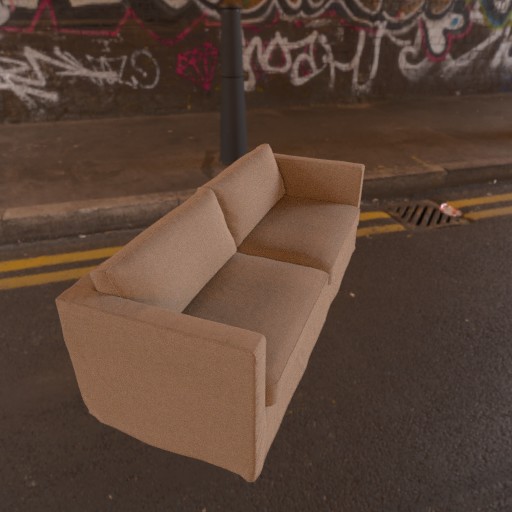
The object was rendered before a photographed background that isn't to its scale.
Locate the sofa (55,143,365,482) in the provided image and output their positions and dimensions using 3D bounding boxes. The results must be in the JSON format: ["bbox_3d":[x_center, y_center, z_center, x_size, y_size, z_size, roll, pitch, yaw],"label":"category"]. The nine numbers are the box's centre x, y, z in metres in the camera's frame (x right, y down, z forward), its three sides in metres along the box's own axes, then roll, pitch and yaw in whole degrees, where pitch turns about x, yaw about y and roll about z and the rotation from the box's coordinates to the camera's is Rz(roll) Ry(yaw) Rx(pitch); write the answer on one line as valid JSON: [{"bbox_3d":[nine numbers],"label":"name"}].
[{"bbox_3d":[0.000,0.000,2.758,0.956,0.847,2.296,11,32,19],"label":"sofa"}]
